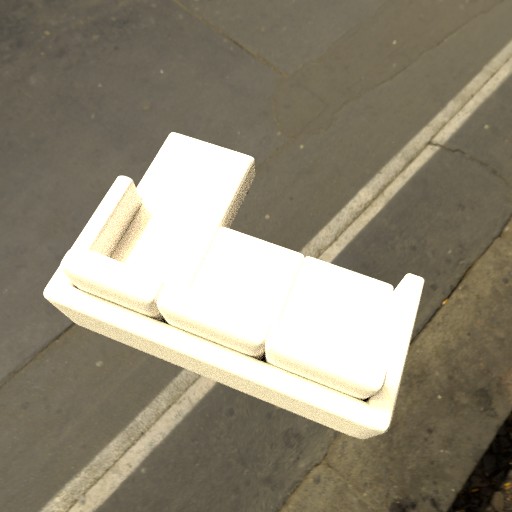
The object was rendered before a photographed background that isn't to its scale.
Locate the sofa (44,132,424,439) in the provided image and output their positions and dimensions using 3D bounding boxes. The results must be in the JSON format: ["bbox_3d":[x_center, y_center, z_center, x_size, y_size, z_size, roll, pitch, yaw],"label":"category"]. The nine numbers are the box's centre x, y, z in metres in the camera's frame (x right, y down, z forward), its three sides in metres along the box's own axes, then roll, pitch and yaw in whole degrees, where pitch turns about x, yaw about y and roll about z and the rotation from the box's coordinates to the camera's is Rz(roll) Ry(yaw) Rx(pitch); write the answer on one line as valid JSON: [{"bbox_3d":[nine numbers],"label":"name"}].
[{"bbox_3d":[0.000,0.000,2.883,2.029,0.899,1.580,19,65,9],"label":"sofa"}]
